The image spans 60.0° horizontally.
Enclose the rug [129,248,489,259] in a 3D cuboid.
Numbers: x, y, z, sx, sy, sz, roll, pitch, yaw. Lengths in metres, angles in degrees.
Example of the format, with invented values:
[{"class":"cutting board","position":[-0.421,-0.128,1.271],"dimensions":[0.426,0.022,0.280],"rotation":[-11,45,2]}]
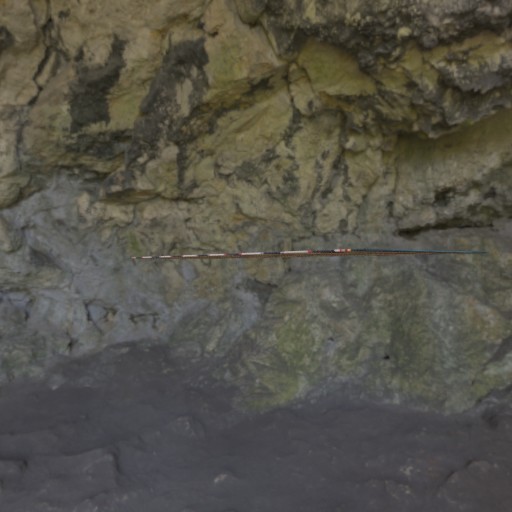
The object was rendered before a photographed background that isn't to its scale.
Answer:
[{"class":"rug","position":[0.000,0.000,2.692],"dimensions":[0.760,0.009,2.440],"rotation":[1,-1,-34]}]
